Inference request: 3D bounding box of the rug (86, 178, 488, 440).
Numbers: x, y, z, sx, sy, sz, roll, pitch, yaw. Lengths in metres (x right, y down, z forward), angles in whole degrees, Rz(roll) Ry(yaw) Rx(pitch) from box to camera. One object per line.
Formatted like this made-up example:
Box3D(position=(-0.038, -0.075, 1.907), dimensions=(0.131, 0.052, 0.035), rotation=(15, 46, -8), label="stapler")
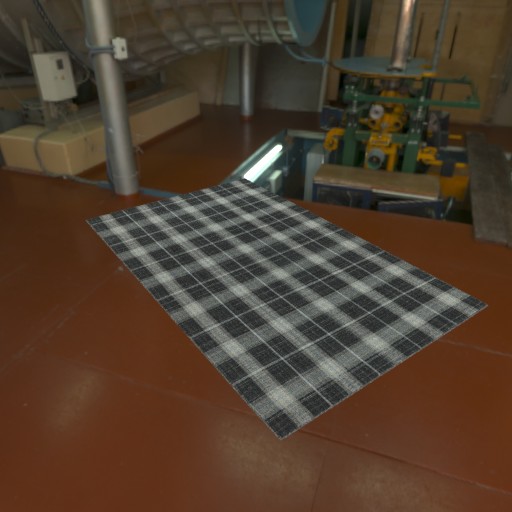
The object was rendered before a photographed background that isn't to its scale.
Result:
Box3D(position=(0.000, 0.000, 2.989), dimensions=(1.520, 0.015, 2.434), rotation=(-21, 37, -30), label="rug")
